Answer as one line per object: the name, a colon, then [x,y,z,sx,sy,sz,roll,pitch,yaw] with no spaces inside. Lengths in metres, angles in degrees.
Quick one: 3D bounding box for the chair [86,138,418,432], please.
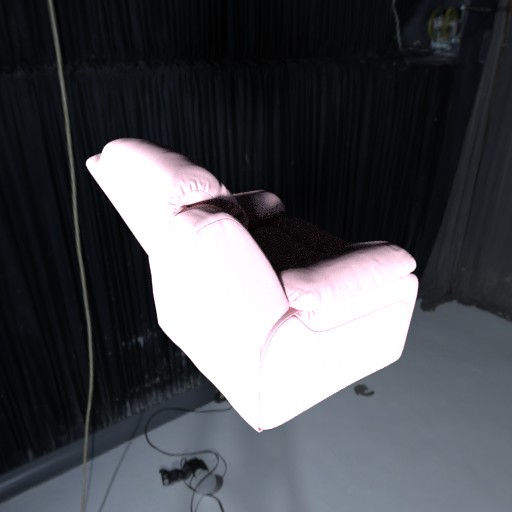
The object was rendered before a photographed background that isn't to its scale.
chair: [0.000,0.000,1.266,0.709,0.702,0.680,-18,32,-32]
